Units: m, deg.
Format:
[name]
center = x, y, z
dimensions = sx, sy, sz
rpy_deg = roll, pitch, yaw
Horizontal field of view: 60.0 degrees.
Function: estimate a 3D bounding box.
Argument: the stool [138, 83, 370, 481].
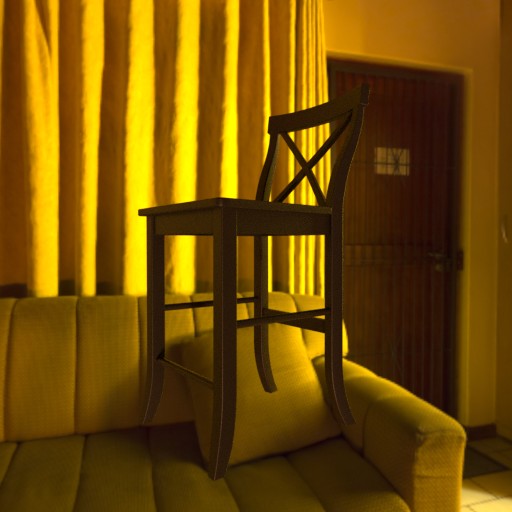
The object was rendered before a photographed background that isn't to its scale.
[stool]
center = 0.000, 0.000, 1.312
dimensions = 0.559, 0.989, 0.452
rpy_deg = -1, 2, -37
